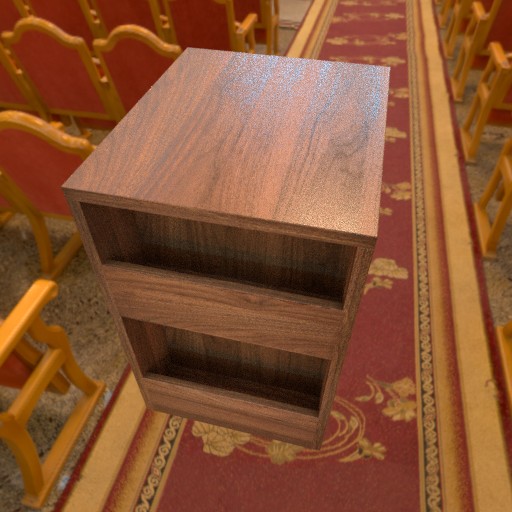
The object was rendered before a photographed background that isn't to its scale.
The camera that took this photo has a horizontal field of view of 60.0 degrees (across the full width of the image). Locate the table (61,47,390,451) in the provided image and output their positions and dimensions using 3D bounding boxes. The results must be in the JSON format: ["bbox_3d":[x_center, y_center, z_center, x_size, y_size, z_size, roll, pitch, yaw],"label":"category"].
[{"bbox_3d":[0.000,0.000,1.522,0.660,1.041,0.786,10,46,10],"label":"table"}]
